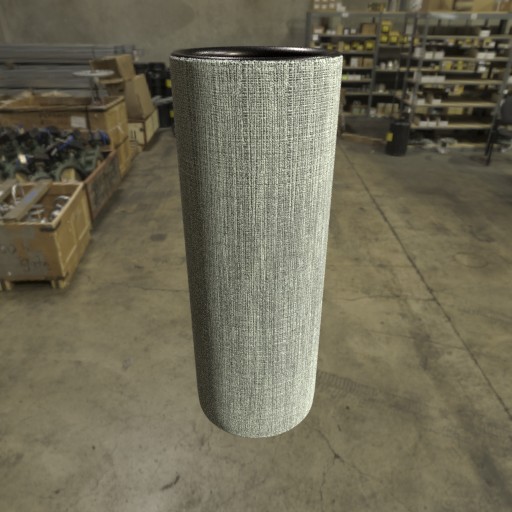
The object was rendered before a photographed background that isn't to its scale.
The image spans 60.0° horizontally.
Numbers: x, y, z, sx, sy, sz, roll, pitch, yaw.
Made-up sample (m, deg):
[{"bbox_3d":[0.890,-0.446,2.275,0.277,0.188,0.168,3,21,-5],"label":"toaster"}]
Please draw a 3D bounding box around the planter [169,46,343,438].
[{"bbox_3d":[0.000,0.000,0.321,0.100,0.270,0.100,0,28,0],"label":"planter"}]
